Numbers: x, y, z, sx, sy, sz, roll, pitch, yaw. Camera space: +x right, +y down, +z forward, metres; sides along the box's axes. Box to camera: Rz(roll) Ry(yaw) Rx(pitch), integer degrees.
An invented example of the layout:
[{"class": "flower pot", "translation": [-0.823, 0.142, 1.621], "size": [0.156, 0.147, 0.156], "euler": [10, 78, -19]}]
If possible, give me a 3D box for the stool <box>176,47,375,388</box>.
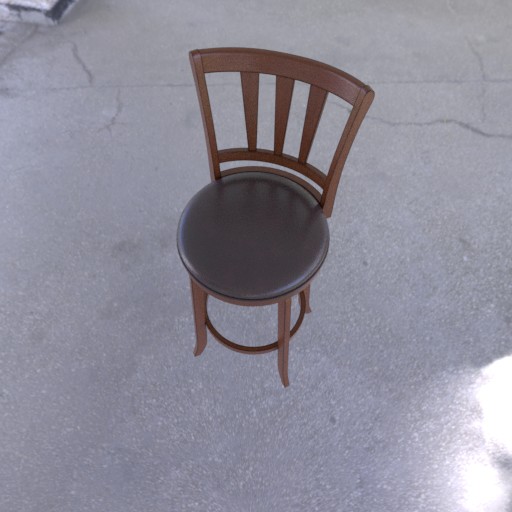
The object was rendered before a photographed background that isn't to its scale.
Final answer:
[{"class": "stool", "translation": [0.000, 0.000, 1.460], "size": [0.464, 1.177, 0.503], "euler": [16, 60, 10]}]
